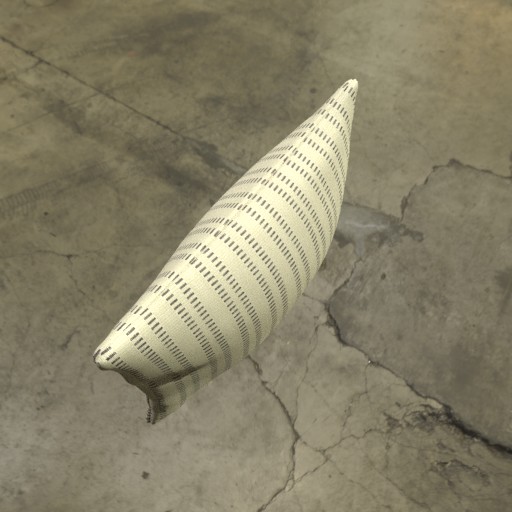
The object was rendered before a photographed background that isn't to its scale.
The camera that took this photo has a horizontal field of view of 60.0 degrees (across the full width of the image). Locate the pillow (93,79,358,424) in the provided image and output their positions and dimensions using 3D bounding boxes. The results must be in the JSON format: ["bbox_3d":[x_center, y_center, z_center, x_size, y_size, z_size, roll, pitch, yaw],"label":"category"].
[{"bbox_3d":[0.000,0.000,0.794,0.210,0.353,0.640,31,63,18],"label":"pillow"}]
